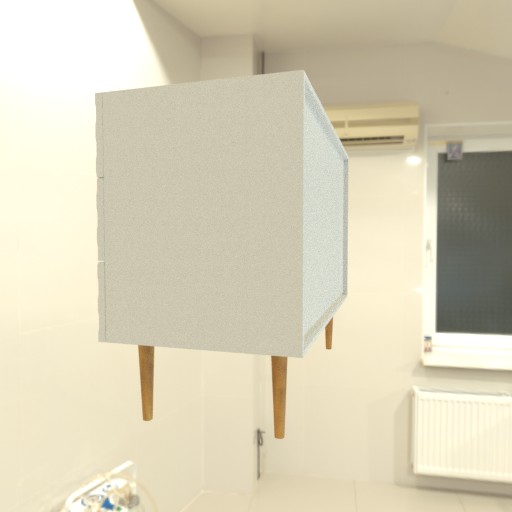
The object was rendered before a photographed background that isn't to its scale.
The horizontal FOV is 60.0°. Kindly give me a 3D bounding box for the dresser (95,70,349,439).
[{"bbox_3d":[0.000,0.000,1.323,0.457,0.721,0.905,1,2,17],"label":"dresser"}]
